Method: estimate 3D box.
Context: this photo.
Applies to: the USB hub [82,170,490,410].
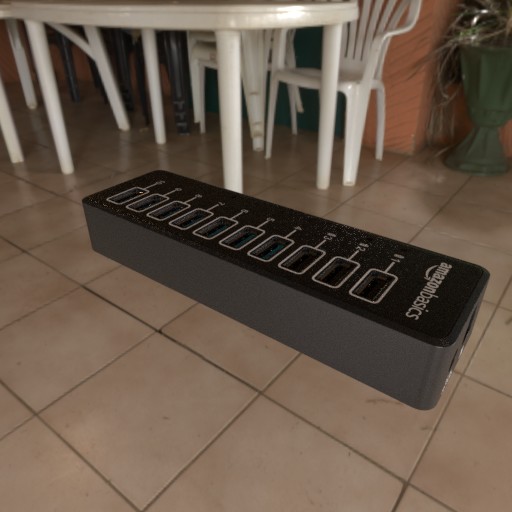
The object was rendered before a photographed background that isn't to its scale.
[{"bbox_3d":[0.000,0.000,0.160,0.145,0.023,0.044,21,37,31],"label":"USB hub"}]
